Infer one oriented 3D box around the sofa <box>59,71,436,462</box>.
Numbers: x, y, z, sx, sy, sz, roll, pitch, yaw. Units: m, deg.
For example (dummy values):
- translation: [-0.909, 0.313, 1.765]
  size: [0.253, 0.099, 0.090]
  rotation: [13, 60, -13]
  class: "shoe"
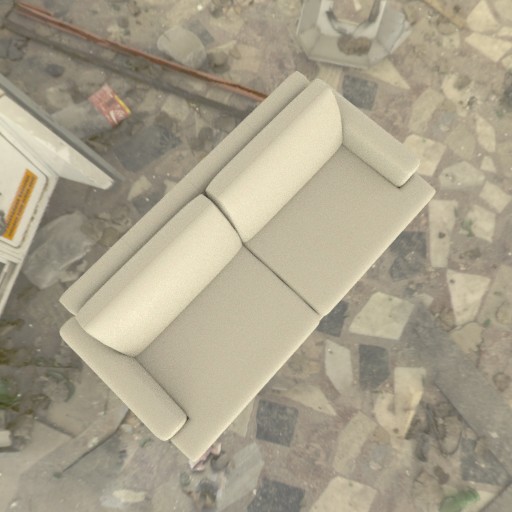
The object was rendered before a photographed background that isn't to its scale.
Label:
- translation: [0.000, 0.000, 2.365]
  size: [0.974, 0.765, 1.940]
  rotation: [42, 80, 9]
  class: "sofa"
